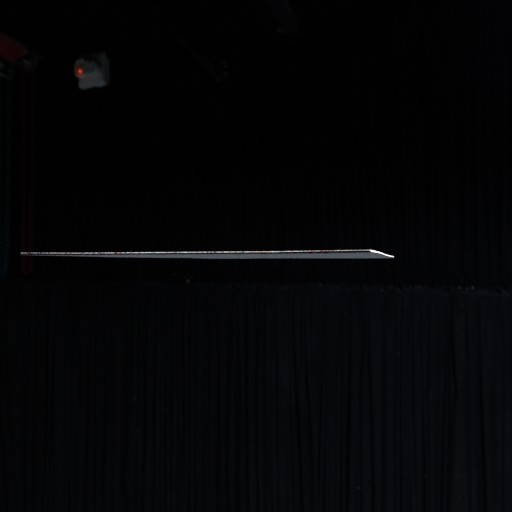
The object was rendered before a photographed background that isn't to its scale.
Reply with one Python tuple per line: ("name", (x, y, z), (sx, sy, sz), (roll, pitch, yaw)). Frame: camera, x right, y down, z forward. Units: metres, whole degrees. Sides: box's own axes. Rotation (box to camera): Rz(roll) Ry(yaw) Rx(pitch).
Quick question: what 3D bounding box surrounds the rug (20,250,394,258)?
("rug", (0.000, 0.000, 4.239), (2.436, 0.024, 3.226), (0, -1, 19))
